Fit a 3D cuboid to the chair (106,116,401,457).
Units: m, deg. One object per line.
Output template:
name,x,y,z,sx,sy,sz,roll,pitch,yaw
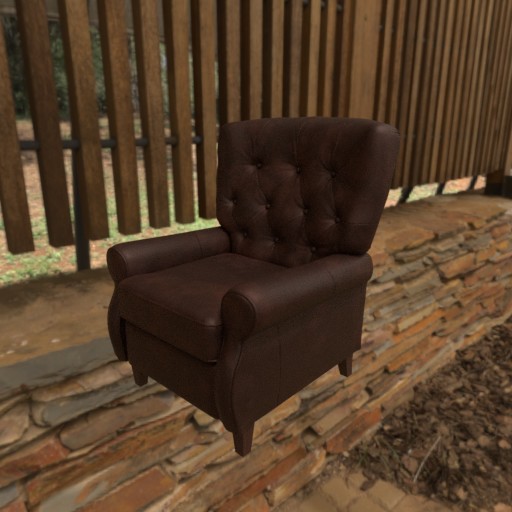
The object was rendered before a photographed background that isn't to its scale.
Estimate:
chair,0.000,0.000,1.920,0.948,1.158,1.058,15,22,40
